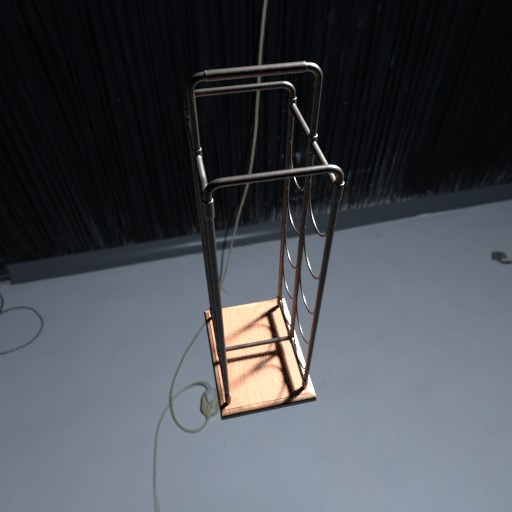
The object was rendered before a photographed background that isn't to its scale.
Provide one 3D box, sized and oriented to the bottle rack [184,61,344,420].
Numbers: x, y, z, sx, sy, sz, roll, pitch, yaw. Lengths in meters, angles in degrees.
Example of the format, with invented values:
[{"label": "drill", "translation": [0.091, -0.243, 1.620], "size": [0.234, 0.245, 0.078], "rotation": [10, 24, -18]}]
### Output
[{"label": "bottle rack", "translation": [0.000, 0.000, 0.791], "size": [0.208, 0.680, 0.276], "rotation": [-9, 48, -8]}]
